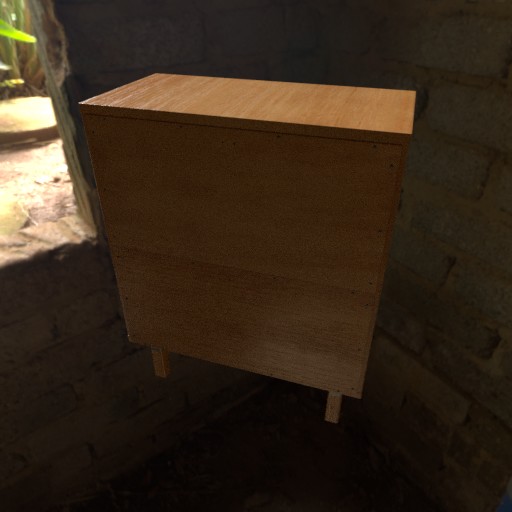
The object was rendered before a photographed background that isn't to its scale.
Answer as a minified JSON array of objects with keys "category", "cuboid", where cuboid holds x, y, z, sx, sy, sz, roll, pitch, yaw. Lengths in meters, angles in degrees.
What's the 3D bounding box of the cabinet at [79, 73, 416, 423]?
[{"category":"cabinet","cuboid":[0.000,0.000,1.438,0.800,1.001,0.419,10,34,15]}]
